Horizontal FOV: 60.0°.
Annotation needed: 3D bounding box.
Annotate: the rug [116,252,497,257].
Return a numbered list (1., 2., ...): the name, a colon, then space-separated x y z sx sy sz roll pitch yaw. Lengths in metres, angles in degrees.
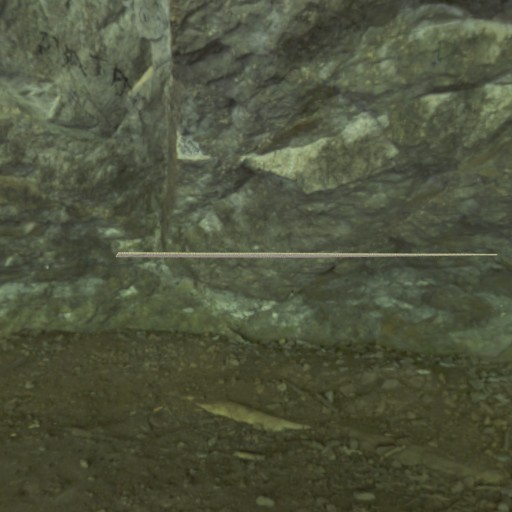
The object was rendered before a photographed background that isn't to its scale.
1. rug: 0.000 0.000 4.066 2.444 0.012 3.048 0 -1 -18
